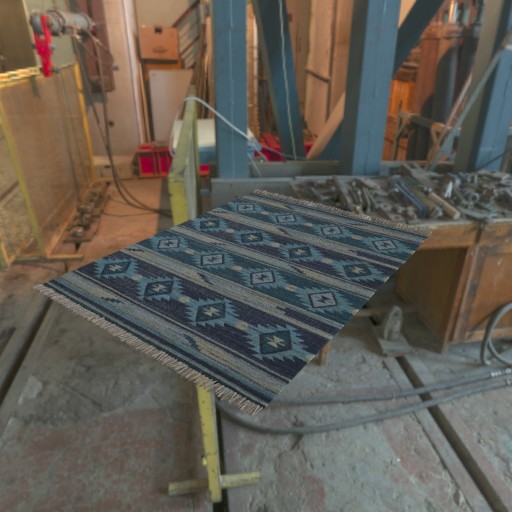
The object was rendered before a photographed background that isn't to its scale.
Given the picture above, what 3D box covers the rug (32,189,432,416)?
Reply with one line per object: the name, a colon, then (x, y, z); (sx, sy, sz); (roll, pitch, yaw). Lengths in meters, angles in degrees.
rug: (0.000, 0.000, 4.354); (2.418, 0.047, 3.307); (19, 33, 32)
